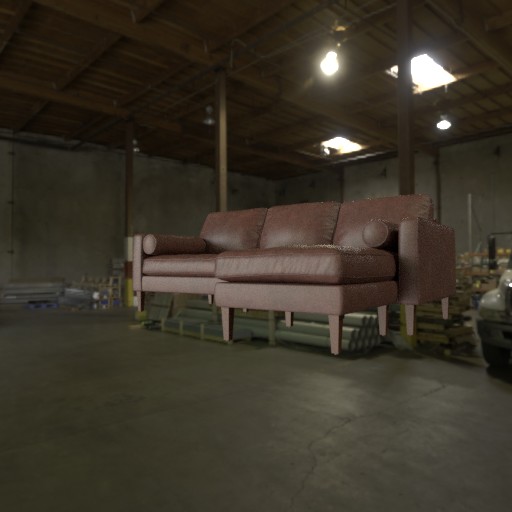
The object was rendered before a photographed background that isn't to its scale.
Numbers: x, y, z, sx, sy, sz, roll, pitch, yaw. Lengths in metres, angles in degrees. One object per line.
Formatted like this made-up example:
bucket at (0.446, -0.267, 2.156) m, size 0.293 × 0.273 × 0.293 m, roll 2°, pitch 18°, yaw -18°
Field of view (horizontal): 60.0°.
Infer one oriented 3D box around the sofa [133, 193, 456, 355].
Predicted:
sofa at (0.000, 0.000, 2.922) m, size 2.185 × 0.841 × 1.613 m, roll -1°, pitch -1°, yaw 35°
